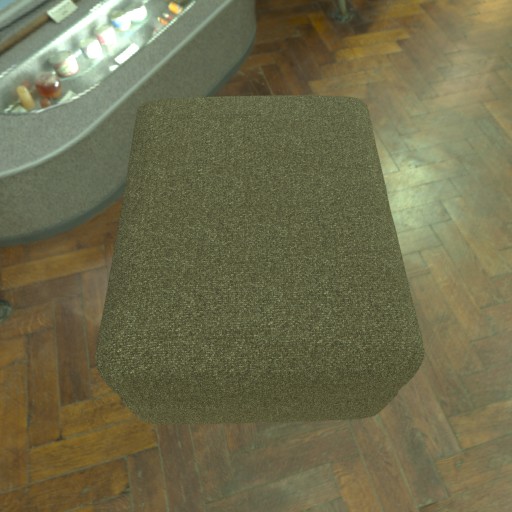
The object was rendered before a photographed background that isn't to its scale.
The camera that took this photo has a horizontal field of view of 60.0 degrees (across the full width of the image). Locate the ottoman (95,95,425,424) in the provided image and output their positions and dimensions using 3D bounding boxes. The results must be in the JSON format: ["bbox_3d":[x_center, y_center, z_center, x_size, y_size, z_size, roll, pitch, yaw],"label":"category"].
[{"bbox_3d":[0.000,0.000,1.105,0.598,0.476,0.742,-1,58,-1],"label":"ottoman"}]
